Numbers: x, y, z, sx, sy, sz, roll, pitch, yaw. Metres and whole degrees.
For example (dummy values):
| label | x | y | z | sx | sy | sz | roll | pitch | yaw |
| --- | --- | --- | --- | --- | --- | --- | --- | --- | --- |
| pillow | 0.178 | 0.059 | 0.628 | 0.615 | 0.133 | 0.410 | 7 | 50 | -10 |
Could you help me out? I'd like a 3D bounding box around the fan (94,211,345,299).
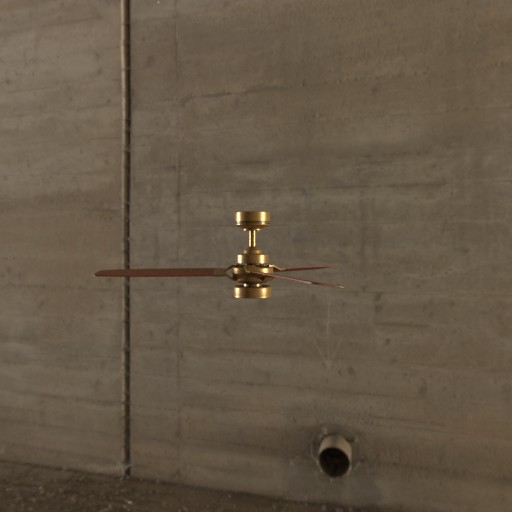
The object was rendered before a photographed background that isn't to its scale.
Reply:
| label | x | y | z | sx | sy | sz | roll | pitch | yaw |
| --- | --- | --- | --- | --- | --- | --- | --- | --- | --- |
| fan | 0.000 | 0.000 | 2.042 | 1.416 | 0.425 | 1.271 | 0 | 1 | -19 |
